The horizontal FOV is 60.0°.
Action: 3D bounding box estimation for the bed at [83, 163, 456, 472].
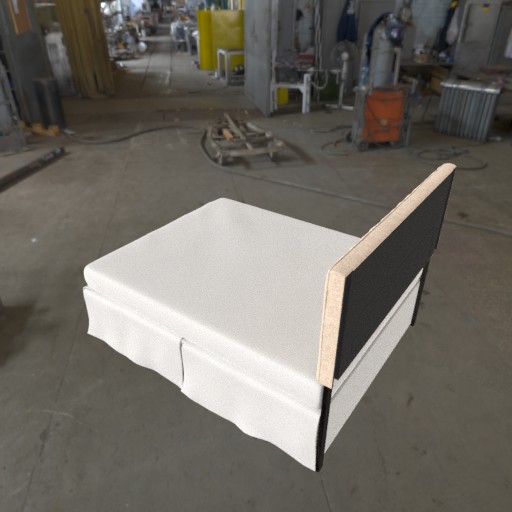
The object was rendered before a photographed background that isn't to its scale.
[{"bbox_3d":[0.000,0.000,3.054,1.978,1.270,1.643,20,36,30],"label":"bed"}]
